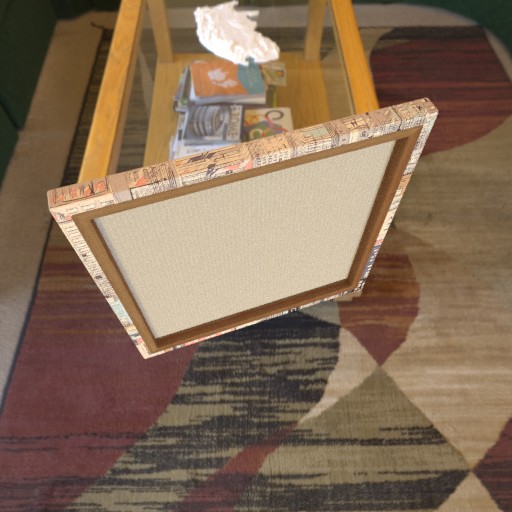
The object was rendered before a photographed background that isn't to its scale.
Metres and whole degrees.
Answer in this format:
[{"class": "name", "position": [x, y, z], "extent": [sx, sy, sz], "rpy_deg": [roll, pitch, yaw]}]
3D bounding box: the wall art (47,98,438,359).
[{"class": "wall art", "position": [0.000, 0.000, 0.919], "extent": [0.607, 0.608, 0.038], "rpy_deg": [-16, 59, -10]}]
